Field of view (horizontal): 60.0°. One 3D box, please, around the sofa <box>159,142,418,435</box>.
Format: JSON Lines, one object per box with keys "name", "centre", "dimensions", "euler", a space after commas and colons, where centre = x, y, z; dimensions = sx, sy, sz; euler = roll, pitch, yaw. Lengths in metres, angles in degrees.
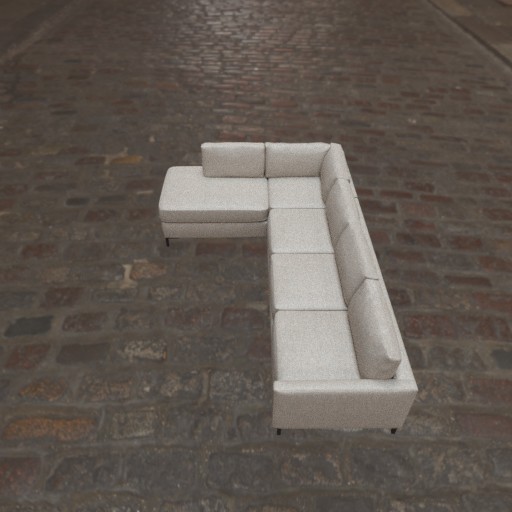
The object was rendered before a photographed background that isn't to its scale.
{"name": "sofa", "centre": [0.000, 0.000, 3.221], "dimensions": [1.617, 0.703, 2.423], "euler": [0, 42, 0]}
